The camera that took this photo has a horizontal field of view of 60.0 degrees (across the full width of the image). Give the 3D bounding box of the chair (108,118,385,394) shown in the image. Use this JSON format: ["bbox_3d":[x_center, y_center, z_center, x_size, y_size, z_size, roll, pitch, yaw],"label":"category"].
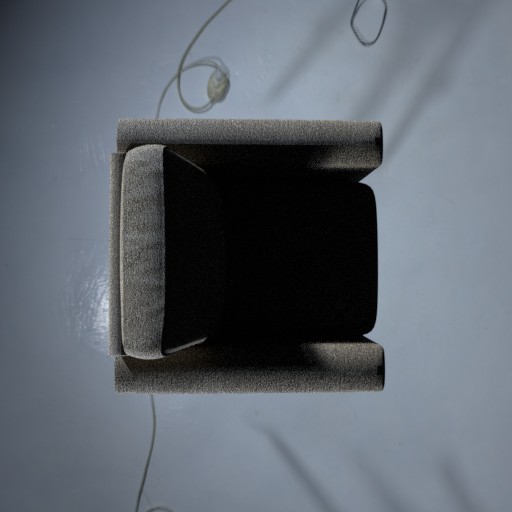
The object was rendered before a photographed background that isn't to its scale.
[{"bbox_3d":[0.000,0.000,1.732,1.016,0.873,1.005,0,88,-2],"label":"chair"}]
